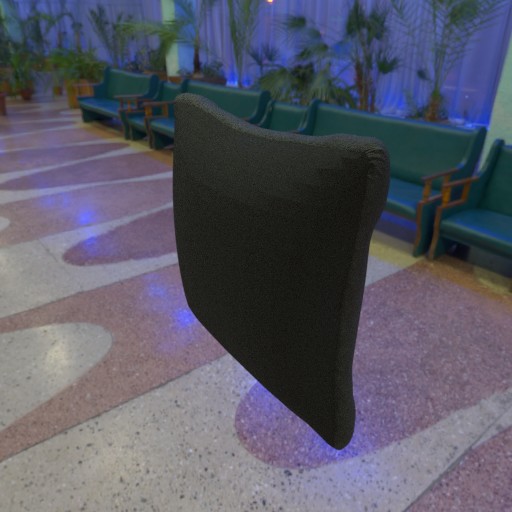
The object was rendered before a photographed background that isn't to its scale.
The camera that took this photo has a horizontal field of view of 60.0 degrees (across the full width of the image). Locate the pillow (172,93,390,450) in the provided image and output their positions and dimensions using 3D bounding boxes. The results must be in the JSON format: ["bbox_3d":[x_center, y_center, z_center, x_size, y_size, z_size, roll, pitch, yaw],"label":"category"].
[{"bbox_3d":[0.000,0.000,0.811,0.210,0.523,0.533,-19,34,-31],"label":"pillow"}]
